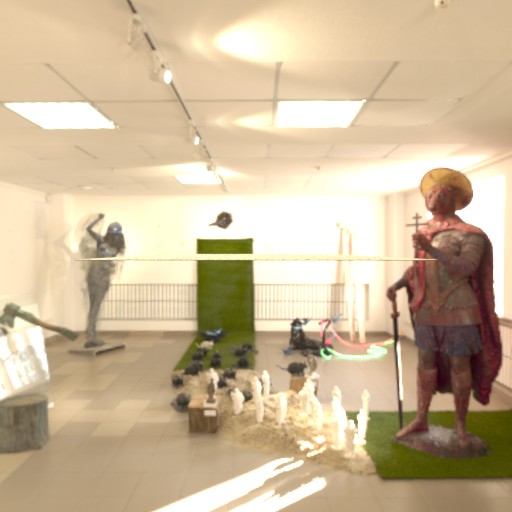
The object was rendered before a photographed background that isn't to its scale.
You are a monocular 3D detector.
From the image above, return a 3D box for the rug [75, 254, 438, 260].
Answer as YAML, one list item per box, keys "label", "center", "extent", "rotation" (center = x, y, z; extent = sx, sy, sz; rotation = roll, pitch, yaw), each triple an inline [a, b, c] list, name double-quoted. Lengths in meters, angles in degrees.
- label: "rug"
  center: [0.000, 0.000, 3.074]
  extent: [1.524, 0.005, 2.439]
  rotation: [0, 1, 0]
